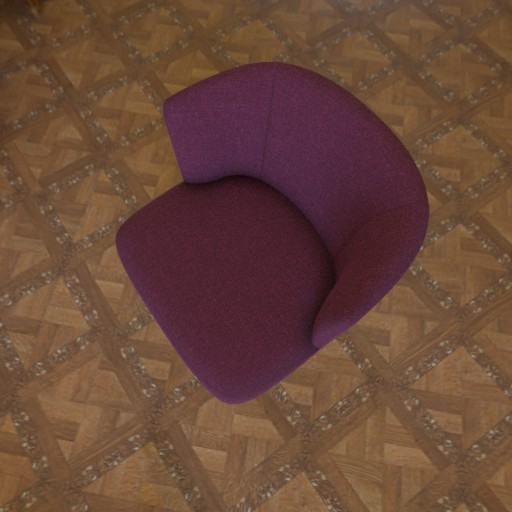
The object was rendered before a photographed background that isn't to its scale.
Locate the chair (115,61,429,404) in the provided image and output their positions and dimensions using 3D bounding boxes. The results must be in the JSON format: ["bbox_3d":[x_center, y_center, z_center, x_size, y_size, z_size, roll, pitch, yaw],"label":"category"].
[{"bbox_3d":[0.000,0.000,1.269,0.660,0.760,0.700,-33,69,-15],"label":"chair"}]
